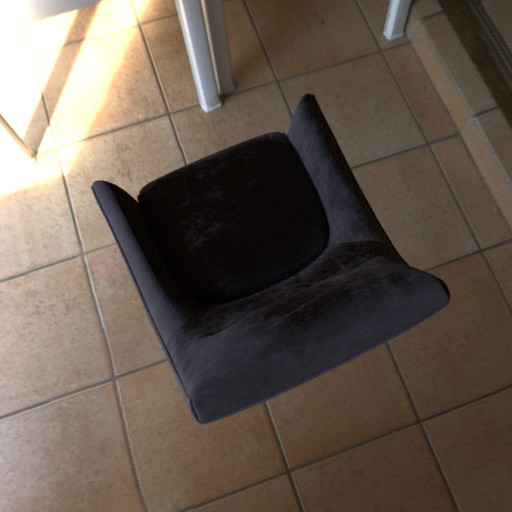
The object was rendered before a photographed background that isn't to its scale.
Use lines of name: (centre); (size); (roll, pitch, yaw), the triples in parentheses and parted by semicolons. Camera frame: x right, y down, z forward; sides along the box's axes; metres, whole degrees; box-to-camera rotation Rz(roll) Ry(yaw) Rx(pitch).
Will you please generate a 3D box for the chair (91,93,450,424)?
chair: (0.000, 0.000, 1.418); (0.762, 0.838, 0.787); (-24, 76, -6)
